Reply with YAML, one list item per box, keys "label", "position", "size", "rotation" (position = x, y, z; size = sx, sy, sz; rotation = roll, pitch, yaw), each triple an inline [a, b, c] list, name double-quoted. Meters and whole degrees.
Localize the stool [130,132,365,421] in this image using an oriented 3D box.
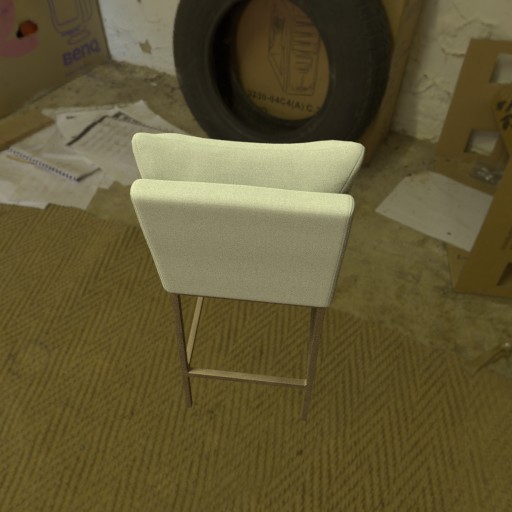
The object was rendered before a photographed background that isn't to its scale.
- label: "stool"
  position: [0.000, 0.000, 1.333]
  size: [0.463, 1.032, 0.572]
  rotation: [5, 47, 4]
